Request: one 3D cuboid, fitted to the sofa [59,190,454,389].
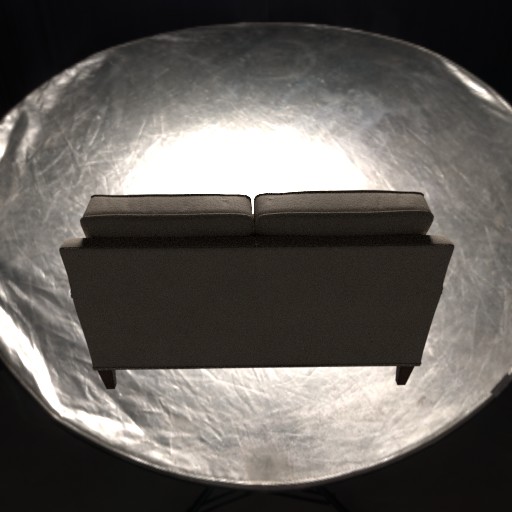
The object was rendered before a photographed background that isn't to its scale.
[{"bbox_3d":[0.000,0.000,2.303,1.597,1.003,1.084,-1,31,-1],"label":"sofa"}]
